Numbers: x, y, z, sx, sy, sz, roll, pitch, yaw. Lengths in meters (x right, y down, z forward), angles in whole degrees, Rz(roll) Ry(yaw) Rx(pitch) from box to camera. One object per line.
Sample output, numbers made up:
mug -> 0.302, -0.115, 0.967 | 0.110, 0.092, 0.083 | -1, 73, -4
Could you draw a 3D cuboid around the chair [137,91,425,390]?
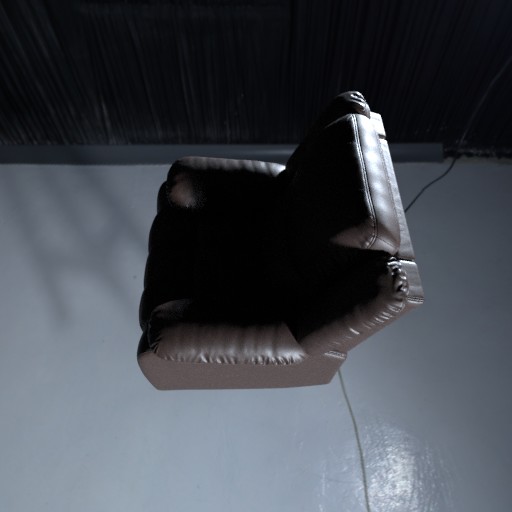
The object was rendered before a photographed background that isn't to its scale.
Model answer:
chair -> 0.000, 0.000, 1.739 | 0.934, 1.009, 0.899 | -1, 58, 0
